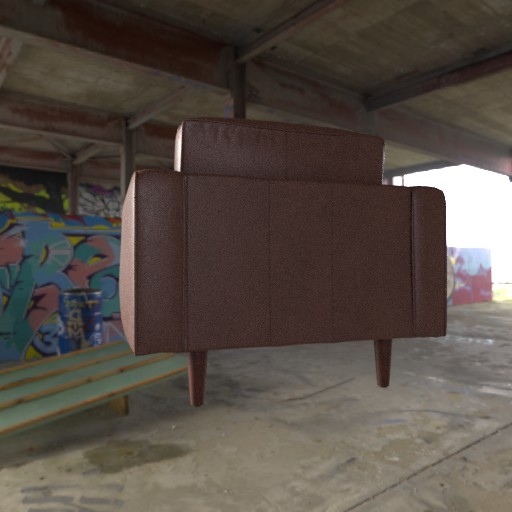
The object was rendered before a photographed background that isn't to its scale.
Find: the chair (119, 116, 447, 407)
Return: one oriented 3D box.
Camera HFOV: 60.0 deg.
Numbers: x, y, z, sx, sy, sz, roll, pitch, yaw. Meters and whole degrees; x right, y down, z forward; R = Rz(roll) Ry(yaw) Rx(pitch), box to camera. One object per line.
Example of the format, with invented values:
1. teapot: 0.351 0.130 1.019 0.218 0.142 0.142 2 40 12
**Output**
1. chair: 0.000 0.000 1.561 0.920 0.770 0.900 0 0 -18
